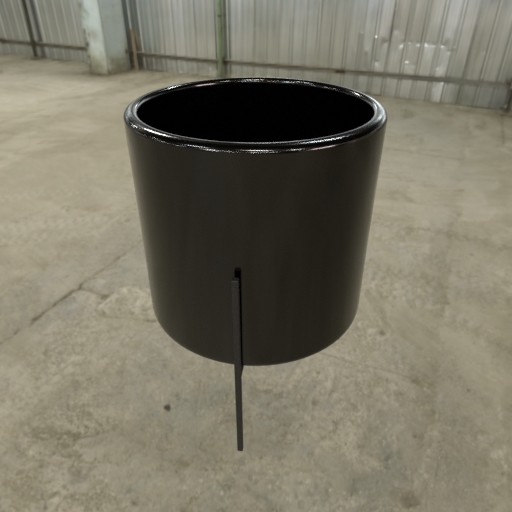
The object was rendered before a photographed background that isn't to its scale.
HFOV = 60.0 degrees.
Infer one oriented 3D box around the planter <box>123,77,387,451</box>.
[{"bbox_3d":[0.000,0.000,0.638,0.310,0.432,0.310,-23,40,-30],"label":"planter"}]
